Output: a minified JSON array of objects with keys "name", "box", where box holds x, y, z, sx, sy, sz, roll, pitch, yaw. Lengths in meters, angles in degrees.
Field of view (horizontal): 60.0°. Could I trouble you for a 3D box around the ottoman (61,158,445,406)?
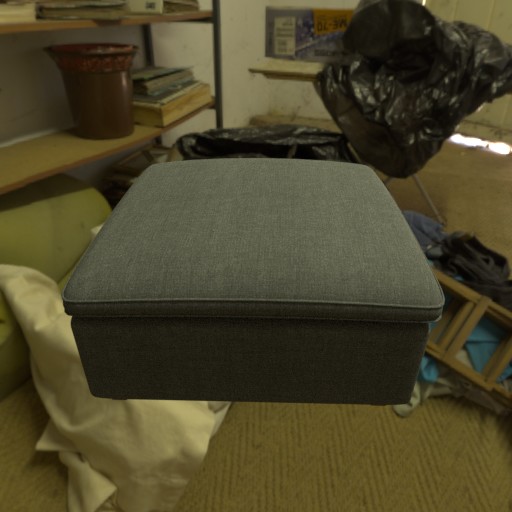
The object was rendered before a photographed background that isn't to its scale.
[{"name":"ottoman","box":[0.000,0.000,1.713,1.067,0.559,1.067,1,31,1]}]
